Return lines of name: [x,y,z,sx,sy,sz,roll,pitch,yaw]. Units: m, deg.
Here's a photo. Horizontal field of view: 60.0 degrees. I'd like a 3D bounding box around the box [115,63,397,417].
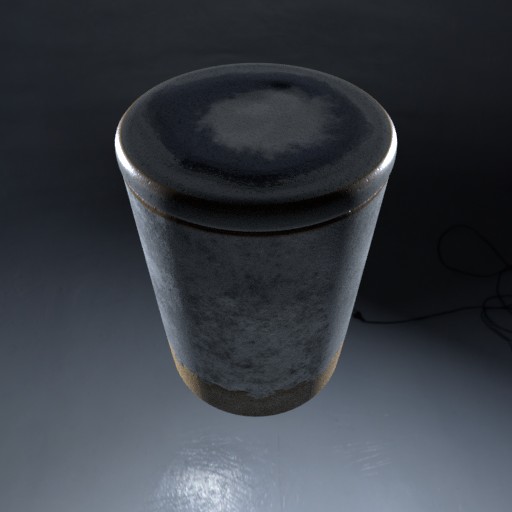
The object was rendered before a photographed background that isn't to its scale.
box: [0.000,0.000,0.247,0.118,0.168,0.118,0,47,0]
